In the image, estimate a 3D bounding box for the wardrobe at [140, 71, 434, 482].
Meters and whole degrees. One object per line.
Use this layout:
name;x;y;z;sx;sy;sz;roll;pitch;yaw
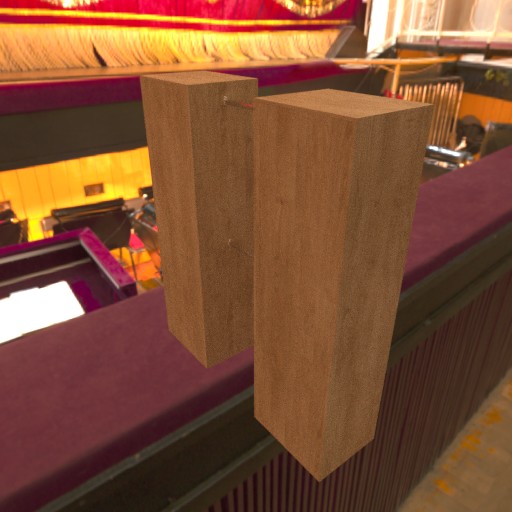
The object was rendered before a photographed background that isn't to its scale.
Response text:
wardrobe;0.000;0.000;2.783;0.480;2.000;1.770;-20;34;-33
